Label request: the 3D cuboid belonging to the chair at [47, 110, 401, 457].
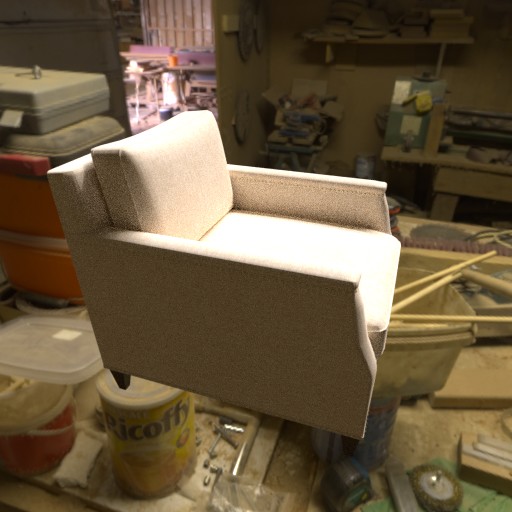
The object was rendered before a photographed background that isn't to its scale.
[{"bbox_3d":[0.000,0.000,1.709,1.041,0.940,0.838,10,30,17],"label":"chair"}]
